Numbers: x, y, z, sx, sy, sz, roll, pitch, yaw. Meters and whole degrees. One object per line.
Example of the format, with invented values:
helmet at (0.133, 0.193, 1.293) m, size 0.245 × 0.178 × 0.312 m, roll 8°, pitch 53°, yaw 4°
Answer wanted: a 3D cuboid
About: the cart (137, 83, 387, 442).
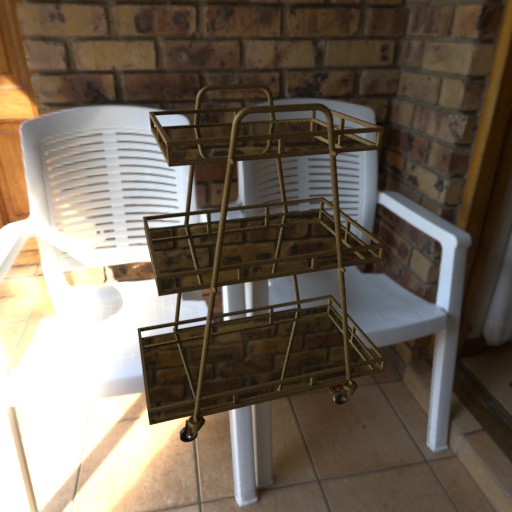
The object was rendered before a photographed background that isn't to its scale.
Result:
cart at (0.000, 0.000, 1.270) m, size 0.711 × 0.883 × 0.441 m, roll -8°, pitch 28°, yaw -15°
